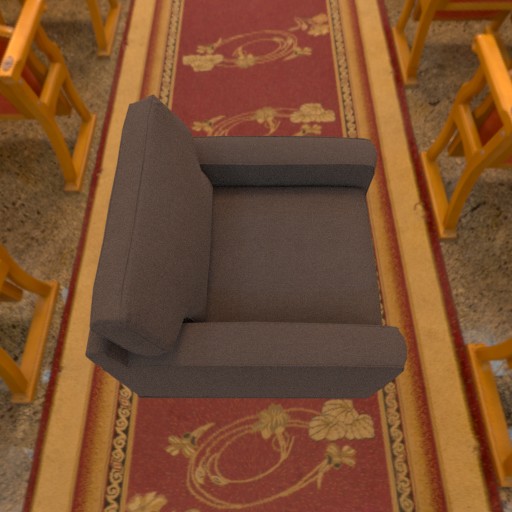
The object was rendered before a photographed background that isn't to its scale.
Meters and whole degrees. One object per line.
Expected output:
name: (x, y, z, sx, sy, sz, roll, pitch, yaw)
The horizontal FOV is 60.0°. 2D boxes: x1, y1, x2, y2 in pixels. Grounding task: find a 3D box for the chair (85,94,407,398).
chair: (0.000, 0.000, 1.820, 1.043, 0.913, 0.997, 0, 63, 0)
